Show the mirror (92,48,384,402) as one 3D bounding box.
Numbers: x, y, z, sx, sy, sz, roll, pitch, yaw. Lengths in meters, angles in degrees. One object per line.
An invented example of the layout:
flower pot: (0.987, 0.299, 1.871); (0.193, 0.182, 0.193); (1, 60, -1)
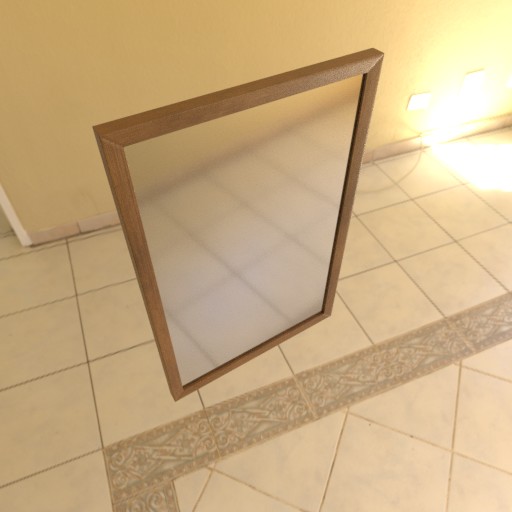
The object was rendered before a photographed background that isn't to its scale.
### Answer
mirror: (0.000, 0.000, 1.151); (0.609, 0.915, 0.040); (-24, 51, -22)
